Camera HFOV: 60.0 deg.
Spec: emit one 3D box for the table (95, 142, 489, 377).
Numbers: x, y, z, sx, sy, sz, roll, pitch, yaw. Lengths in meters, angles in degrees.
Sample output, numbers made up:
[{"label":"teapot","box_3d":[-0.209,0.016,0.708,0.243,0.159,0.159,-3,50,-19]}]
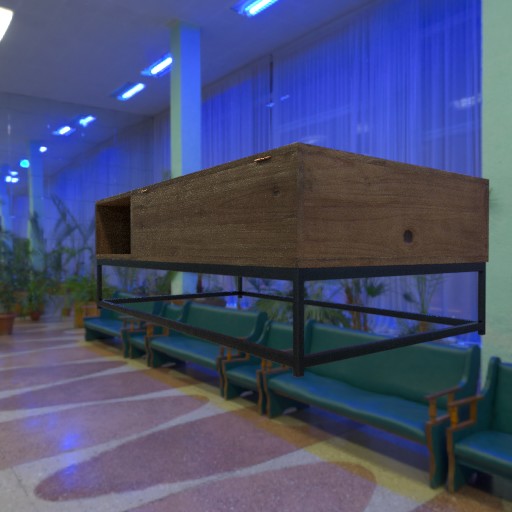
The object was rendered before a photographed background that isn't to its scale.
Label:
[{"label":"table","box_3d":[0.000,0.000,1.370,0.655,0.395,1.101,-1,1,-37]}]
